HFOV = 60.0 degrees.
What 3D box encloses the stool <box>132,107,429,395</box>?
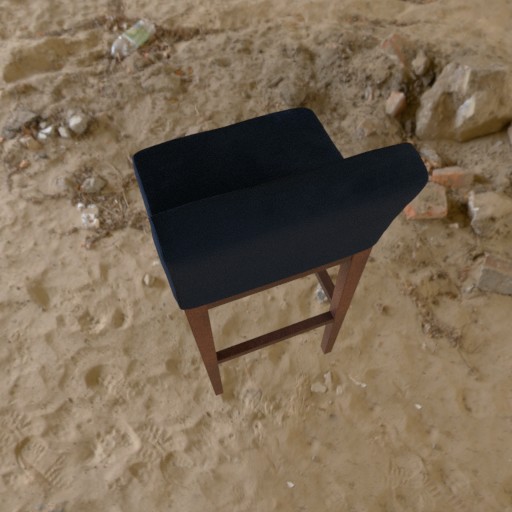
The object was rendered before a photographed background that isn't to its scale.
[{"bbox_3d":[0.000,0.000,1.291,0.511,1.037,0.500,-18,60,-11],"label":"stool"}]
